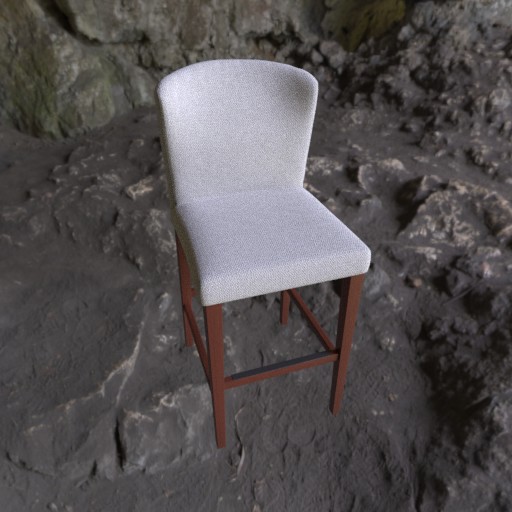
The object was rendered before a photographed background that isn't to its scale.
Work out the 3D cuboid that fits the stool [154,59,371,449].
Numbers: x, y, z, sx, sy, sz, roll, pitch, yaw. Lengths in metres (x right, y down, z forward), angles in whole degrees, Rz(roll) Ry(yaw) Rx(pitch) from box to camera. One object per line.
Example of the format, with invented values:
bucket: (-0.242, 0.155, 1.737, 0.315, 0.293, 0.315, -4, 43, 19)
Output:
stool: (0.000, 0.000, 1.394, 0.481, 1.069, 0.568, -10, 34, -16)
